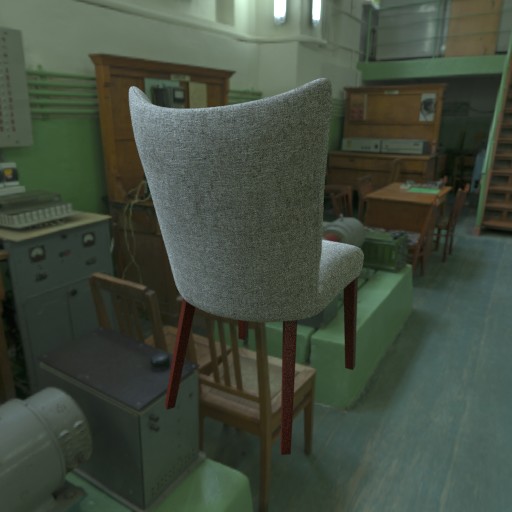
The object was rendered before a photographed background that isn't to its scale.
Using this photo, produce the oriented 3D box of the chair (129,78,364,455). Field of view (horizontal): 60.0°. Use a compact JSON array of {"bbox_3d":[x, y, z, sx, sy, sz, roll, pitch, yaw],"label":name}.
[{"bbox_3d":[0.000,0.000,1.289,0.535,0.924,0.623,10,20,28],"label":"chair"}]
